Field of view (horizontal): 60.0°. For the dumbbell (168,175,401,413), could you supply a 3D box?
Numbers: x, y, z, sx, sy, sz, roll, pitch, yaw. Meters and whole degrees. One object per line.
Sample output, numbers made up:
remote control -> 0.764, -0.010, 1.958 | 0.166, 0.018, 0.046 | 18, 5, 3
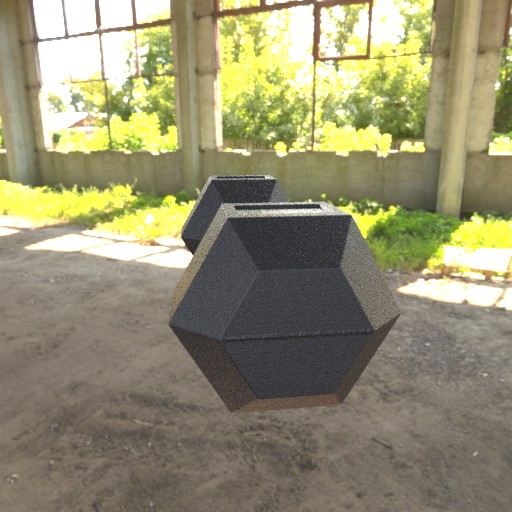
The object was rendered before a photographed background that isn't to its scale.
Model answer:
dumbbell -> 0.000, 0.000, 0.371 | 0.129, 0.113, 0.315 | -2, 15, -7
